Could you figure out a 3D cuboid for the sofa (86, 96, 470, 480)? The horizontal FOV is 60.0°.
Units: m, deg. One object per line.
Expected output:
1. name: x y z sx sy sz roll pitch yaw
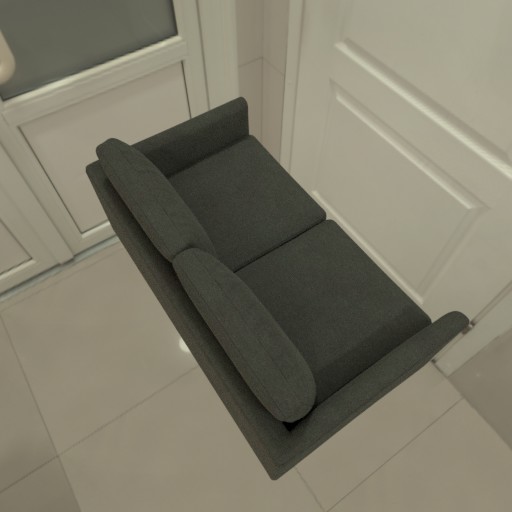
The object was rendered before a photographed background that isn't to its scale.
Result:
1. sofa: 0.000 0.000 2.445 1.091 0.845 1.909 -30 63 -17
